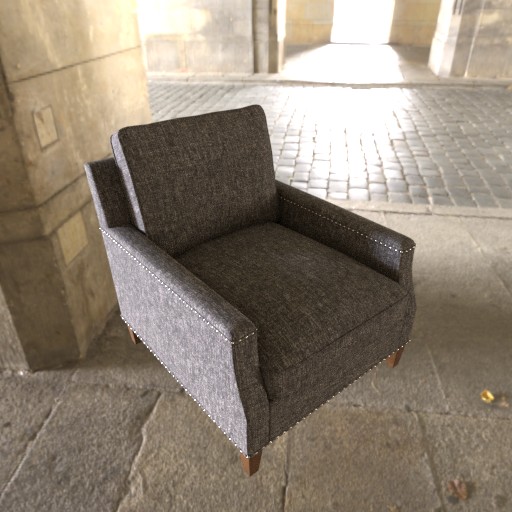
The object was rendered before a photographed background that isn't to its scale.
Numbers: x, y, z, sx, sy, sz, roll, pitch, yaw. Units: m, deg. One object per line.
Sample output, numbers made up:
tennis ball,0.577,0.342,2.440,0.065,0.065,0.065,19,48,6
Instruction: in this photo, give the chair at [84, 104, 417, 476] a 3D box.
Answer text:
chair,0.000,0.000,1.715,0.853,0.943,1.014,-23,37,-33
